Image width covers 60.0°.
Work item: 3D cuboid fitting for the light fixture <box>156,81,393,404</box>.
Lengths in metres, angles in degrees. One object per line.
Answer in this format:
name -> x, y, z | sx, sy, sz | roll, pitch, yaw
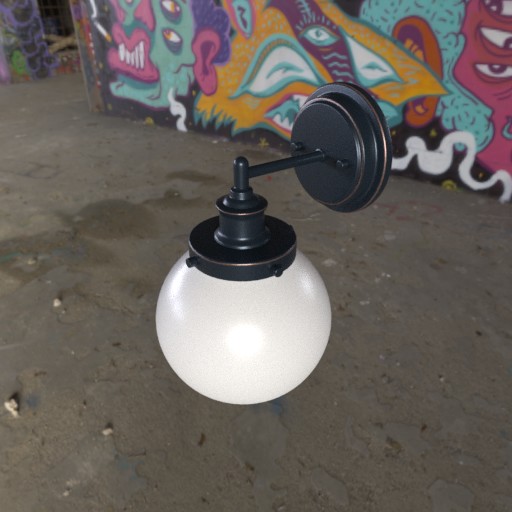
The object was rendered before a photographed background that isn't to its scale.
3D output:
light fixture -> 0.000, 0.000, 0.478 | 0.230, 0.332, 0.197 | -20, 36, -29
